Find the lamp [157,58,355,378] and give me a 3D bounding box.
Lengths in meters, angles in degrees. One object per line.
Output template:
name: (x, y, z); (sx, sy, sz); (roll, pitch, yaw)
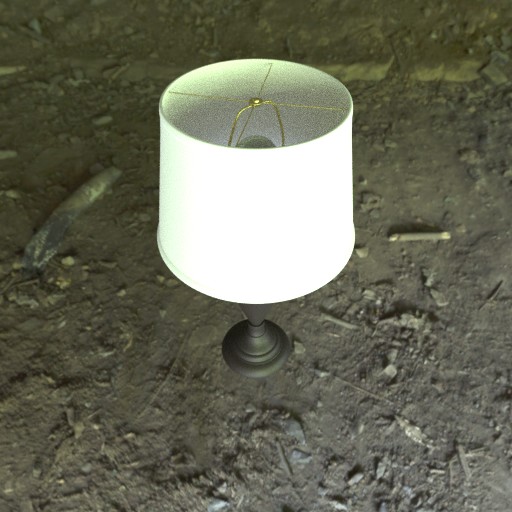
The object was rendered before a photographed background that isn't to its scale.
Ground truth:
lamp: (0.000, 0.000, 0.813); (0.335, 0.611, 0.335); (0, 46, 0)
